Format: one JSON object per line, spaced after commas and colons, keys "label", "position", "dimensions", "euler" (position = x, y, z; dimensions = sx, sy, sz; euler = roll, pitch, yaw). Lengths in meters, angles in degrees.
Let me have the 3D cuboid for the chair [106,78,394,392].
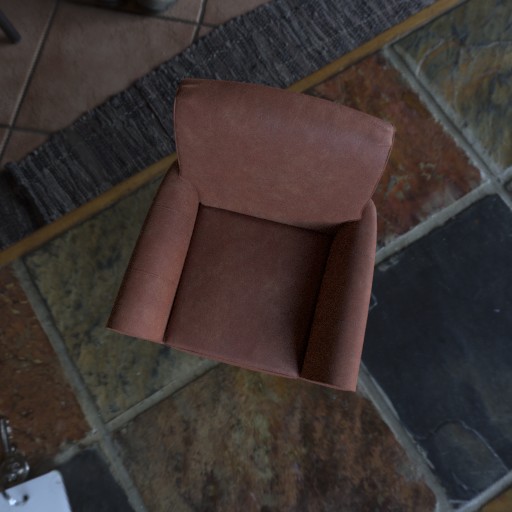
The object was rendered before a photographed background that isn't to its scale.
{"label": "chair", "position": [0.000, 0.000, 1.843], "dimensions": [0.978, 1.061, 0.902], "euler": [14, 76, 3]}
